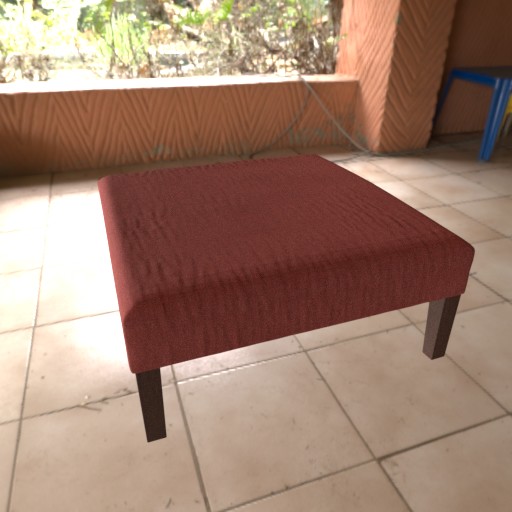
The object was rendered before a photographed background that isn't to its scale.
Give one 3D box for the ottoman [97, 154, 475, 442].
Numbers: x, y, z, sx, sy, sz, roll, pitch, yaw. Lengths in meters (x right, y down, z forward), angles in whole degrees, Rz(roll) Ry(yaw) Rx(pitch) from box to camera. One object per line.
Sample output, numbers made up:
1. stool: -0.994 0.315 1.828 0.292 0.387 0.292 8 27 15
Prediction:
1. ottoman: 0.000 0.000 1.440 0.889 0.411 0.890 -10 31 -18
